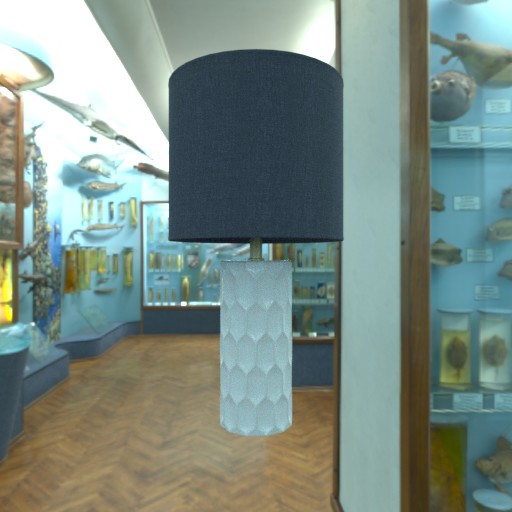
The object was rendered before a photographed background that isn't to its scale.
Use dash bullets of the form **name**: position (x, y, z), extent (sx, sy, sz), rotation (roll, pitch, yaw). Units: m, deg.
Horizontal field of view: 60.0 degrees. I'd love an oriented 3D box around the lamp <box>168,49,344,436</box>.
- **lamp**: position (0.000, 0.000, 0.712), extent (0.277, 0.537, 0.277), rotation (0, 0, 0)
